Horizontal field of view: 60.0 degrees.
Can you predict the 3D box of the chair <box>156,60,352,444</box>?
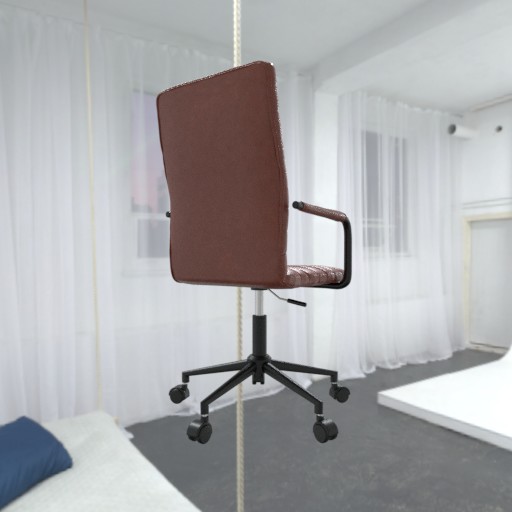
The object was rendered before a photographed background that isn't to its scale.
[{"bbox_3d":[0.000,0.000,1.380,0.608,0.979,0.580,0,0,36],"label":"chair"}]
